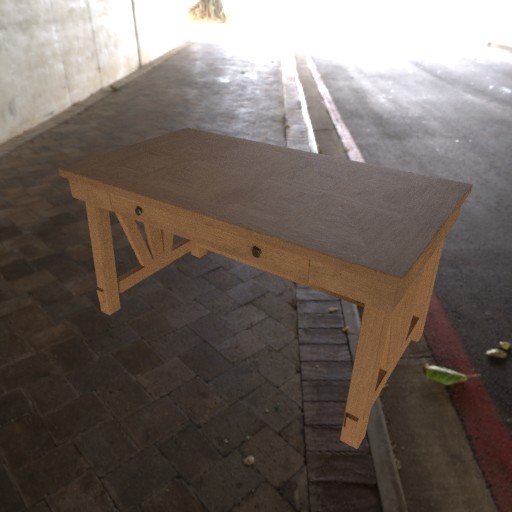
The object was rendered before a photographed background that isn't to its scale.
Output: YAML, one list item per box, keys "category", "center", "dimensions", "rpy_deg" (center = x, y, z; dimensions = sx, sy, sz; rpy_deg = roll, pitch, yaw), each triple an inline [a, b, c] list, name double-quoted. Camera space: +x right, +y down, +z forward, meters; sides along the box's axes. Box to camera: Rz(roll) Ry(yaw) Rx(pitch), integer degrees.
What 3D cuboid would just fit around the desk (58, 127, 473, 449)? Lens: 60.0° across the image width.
- category: "desk"
  center: [0.000, 0.000, 2.006]
  dimensions: [1.499, 0.762, 0.813]
  rpy_deg: [20, 36, 29]
